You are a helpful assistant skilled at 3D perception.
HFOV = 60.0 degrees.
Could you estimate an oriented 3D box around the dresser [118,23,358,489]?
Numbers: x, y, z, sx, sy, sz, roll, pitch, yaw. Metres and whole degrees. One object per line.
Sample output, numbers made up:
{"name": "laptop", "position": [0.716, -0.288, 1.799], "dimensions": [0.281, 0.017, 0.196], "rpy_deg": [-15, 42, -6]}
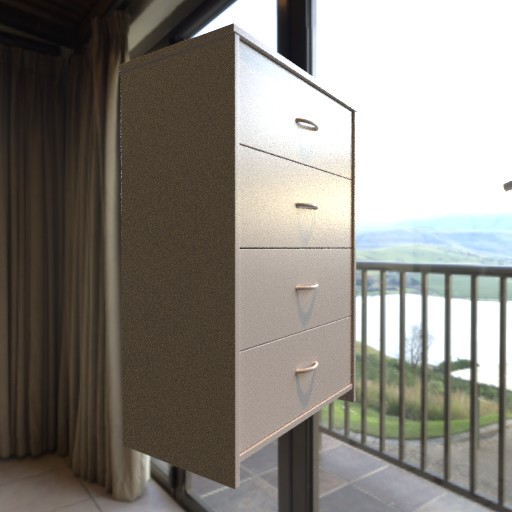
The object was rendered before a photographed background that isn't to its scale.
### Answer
{"name": "dresser", "position": [0.000, 0.000, 1.360], "dimensions": [0.401, 1.021, 0.704], "rpy_deg": [1, 1, 35]}
